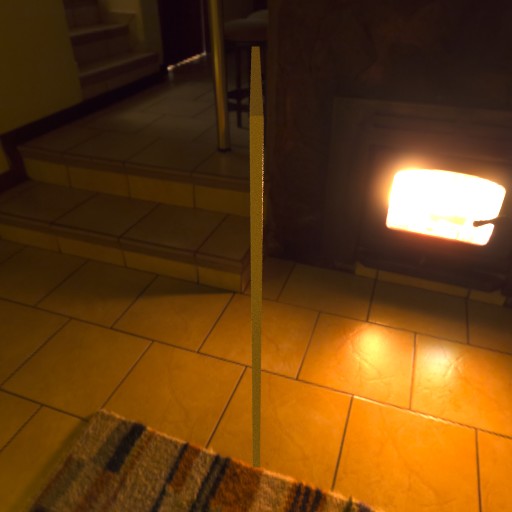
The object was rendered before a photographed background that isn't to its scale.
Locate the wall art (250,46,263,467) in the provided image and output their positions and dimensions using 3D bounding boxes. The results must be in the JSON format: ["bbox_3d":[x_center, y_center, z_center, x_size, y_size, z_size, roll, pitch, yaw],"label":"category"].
[{"bbox_3d":[0.000,0.000,0.605,0.010,0.474,0.325,0,34,0],"label":"wall art"}]
